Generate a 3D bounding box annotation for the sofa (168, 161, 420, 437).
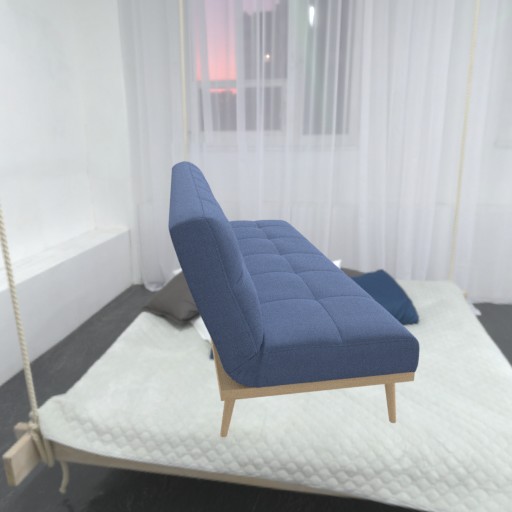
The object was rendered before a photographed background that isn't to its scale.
[{"bbox_3d":[0.000,0.000,2.207,0.796,0.800,1.800,-3,17,-10],"label":"sofa"}]
